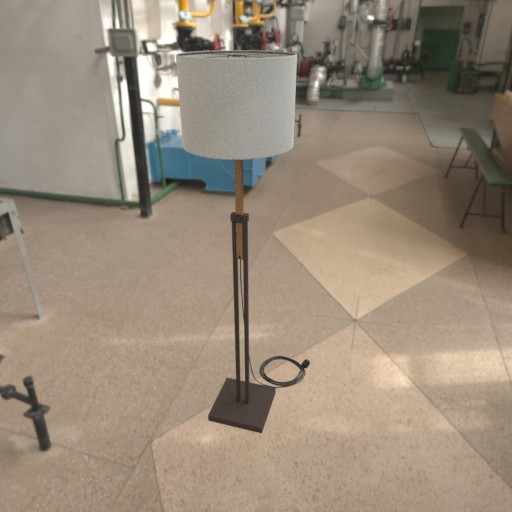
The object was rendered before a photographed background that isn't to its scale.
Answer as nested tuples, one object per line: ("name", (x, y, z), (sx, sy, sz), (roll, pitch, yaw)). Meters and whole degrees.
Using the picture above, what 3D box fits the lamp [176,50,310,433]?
("lamp", (0.000, 0.000, 1.971), (0.474, 1.650, 0.639), (8, 29, 14))
